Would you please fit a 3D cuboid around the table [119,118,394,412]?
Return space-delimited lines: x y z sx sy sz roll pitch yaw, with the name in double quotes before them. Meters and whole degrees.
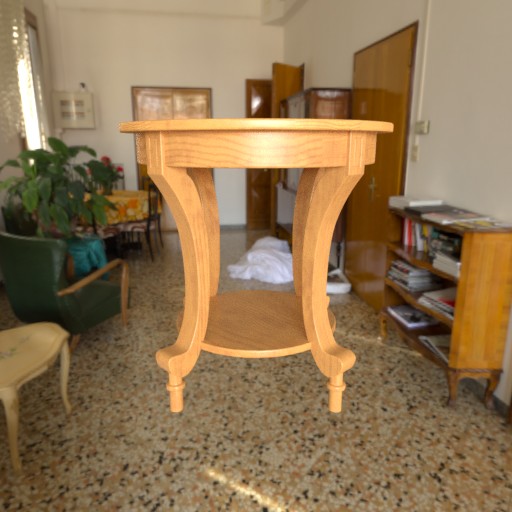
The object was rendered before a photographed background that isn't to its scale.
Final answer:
"table" 0.000 0.000 1.080 0.597 0.612 0.597 0 14 0
